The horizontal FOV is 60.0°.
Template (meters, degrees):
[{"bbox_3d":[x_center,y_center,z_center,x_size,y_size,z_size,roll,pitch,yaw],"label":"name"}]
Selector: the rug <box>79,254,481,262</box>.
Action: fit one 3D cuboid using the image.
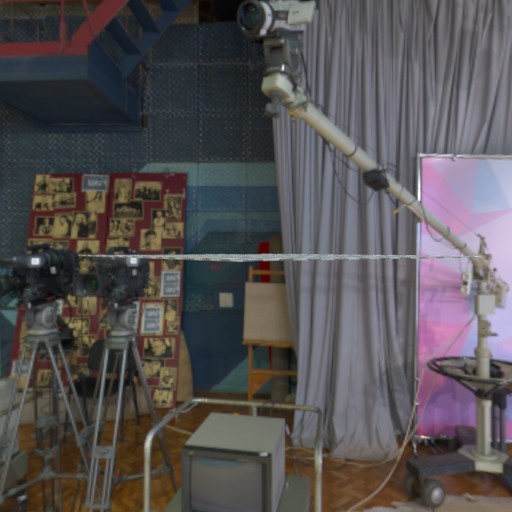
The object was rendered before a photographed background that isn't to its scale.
[{"bbox_3d":[0.000,0.000,4.158,2.432,0.013,3.021,0,1,-36],"label":"rug"}]
